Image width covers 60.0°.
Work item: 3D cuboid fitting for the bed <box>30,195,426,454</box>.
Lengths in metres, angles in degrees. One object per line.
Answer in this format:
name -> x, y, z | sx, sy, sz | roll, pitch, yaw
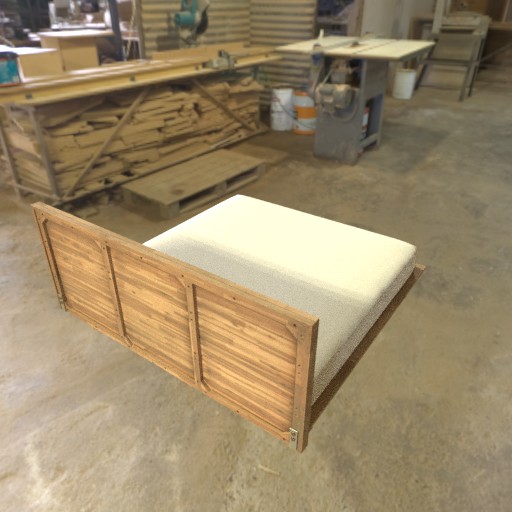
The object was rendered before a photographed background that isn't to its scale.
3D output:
bed -> 0.000, 0.000, 3.424 | 2.116, 1.100, 2.167 | 20, 36, 30
